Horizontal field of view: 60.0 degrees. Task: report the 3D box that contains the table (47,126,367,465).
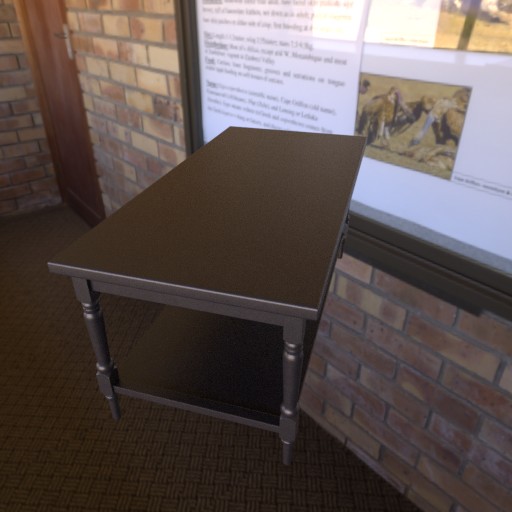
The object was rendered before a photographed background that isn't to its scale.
[{"bbox_3d":[0.000,0.000,1.408,0.550,0.510,1.107,9,32,14],"label":"table"}]
